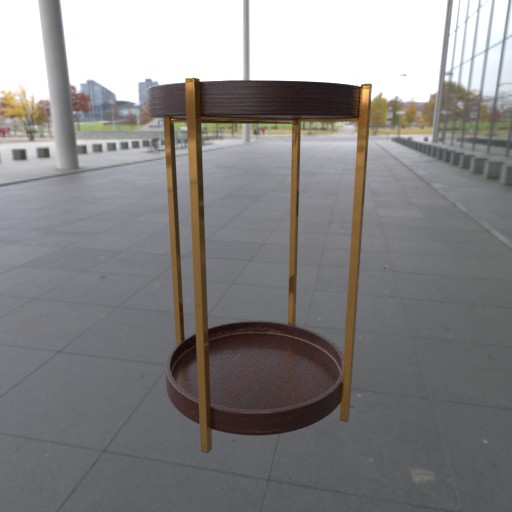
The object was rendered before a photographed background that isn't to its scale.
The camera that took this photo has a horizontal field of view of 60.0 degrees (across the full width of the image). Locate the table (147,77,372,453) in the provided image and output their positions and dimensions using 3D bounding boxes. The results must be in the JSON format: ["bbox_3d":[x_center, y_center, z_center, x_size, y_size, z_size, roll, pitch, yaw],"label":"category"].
[{"bbox_3d":[0.000,0.000,0.858,0.400,0.610,0.400,8,18,26],"label":"table"}]
